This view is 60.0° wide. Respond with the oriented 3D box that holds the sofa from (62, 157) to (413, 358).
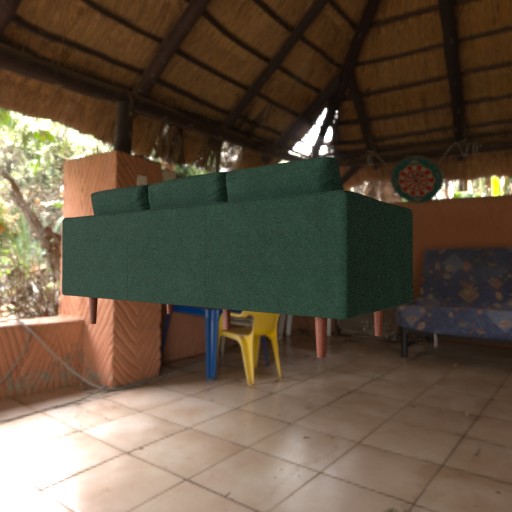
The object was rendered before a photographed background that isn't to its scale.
[{"bbox_3d":[0.000,0.000,2.943,2.030,0.899,1.580,0,-1,36],"label":"sofa"}]
